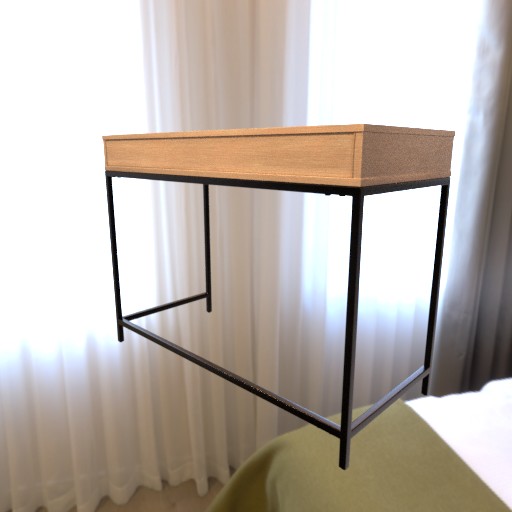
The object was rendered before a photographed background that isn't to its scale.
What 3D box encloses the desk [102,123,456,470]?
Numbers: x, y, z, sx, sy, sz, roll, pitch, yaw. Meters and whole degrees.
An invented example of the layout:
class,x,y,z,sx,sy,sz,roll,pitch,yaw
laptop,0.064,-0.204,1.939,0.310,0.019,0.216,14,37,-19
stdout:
class,x,y,z,sx,sy,sz,roll,pitch,yaw
desk,0.000,0.000,1.428,1.016,0.762,0.470,13,18,42
